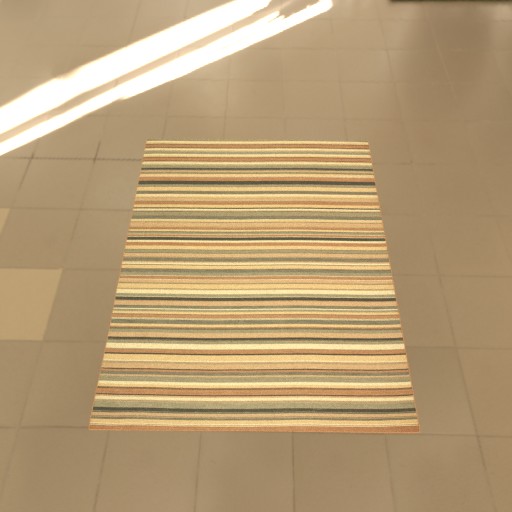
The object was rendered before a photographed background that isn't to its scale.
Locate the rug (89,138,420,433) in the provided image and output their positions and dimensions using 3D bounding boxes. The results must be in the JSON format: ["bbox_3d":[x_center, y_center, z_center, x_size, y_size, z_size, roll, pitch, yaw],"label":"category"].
[{"bbox_3d":[0.000,0.000,4.059,2.436,0.011,3.045,0,58,0],"label":"rug"}]
